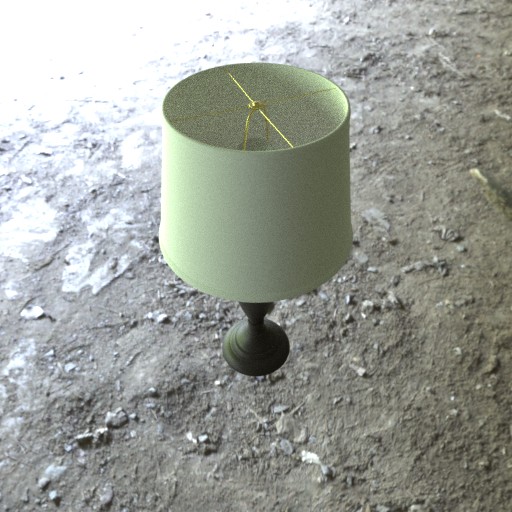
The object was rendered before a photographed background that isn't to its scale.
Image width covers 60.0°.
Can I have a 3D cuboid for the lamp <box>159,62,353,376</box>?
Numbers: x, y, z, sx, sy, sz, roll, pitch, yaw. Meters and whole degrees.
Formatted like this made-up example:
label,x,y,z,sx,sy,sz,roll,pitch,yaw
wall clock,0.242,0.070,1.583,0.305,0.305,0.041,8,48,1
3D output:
label,x,y,z,sx,sy,sz,roll,pitch,yaw
lamp,0.000,0.000,0.827,0.335,0.611,0.335,0,46,0
